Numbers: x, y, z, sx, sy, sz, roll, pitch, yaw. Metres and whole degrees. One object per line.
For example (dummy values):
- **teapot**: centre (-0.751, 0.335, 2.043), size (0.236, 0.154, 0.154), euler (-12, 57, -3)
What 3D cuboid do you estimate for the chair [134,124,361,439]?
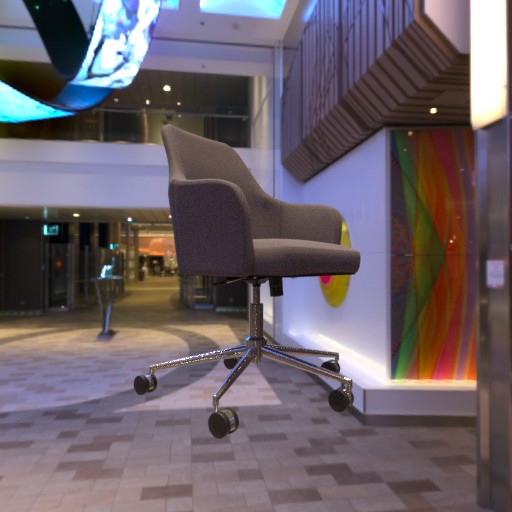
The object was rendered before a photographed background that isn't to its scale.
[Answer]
- **chair**: centre (0.000, 0.000, 1.326), size (0.600, 0.820, 0.655), euler (-1, -1, 35)
